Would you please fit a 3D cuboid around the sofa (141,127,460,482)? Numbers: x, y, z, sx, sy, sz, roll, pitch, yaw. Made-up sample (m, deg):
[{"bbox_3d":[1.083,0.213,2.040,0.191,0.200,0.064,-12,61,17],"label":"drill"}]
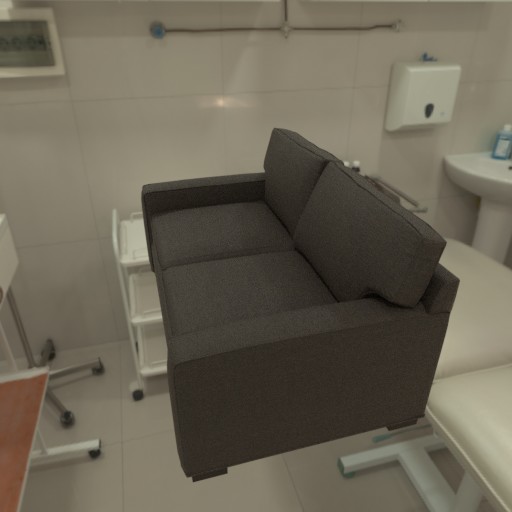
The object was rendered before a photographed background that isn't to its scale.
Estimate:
[{"bbox_3d":[0.000,0.000,2.096,0.974,0.887,1.534,-8,31,-14],"label":"sofa"}]
